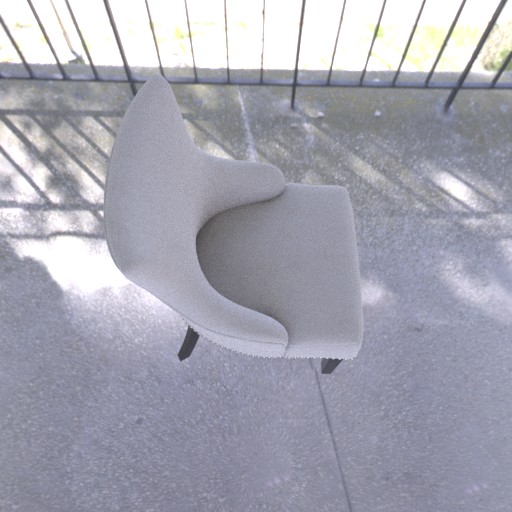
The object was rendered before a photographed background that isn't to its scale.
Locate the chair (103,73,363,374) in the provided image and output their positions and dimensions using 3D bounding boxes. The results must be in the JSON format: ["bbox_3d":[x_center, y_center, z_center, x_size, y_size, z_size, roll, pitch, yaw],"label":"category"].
[{"bbox_3d":[0.000,0.000,1.318,0.629,0.909,0.566,1,64,0],"label":"chair"}]
